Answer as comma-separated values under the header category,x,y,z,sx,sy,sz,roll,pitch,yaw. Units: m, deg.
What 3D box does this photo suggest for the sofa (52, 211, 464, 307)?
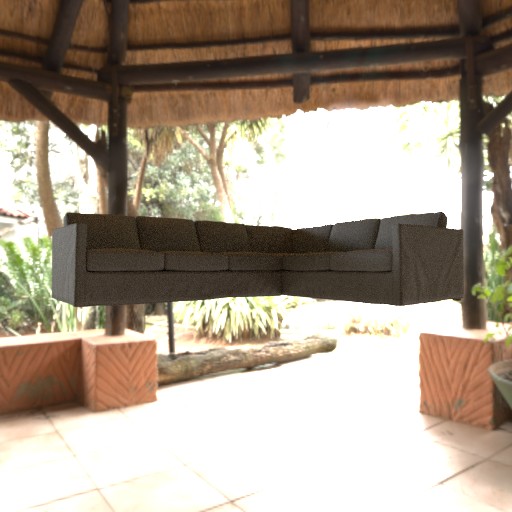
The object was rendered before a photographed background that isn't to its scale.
category,x,y,z,sx,sy,sz,roll,pitch,yaw
sofa,0.000,0.000,4.269,3.182,0.871,2.432,1,-2,-36
